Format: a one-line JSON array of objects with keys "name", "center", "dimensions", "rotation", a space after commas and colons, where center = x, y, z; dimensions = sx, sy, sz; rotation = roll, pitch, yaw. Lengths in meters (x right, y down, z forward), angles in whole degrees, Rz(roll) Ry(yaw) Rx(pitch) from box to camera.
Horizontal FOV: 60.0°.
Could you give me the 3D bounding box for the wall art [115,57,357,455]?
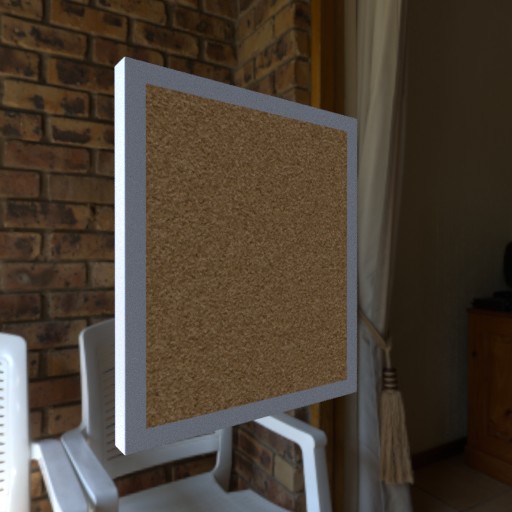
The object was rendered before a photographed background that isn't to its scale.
[{"name": "wall art", "center": [0.000, 0.000, 0.531], "dimensions": [0.331, 0.381, 0.028], "rotation": [0, 0, -36]}]
